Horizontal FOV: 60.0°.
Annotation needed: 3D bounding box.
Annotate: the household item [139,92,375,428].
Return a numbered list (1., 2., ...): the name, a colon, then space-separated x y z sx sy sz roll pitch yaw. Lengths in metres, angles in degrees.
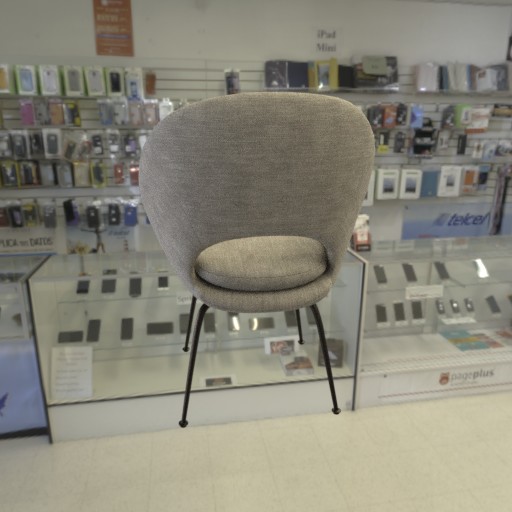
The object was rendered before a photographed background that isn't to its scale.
1. household item: 0.000 0.000 1.307 0.643 0.869 0.587 -2 16 -7
